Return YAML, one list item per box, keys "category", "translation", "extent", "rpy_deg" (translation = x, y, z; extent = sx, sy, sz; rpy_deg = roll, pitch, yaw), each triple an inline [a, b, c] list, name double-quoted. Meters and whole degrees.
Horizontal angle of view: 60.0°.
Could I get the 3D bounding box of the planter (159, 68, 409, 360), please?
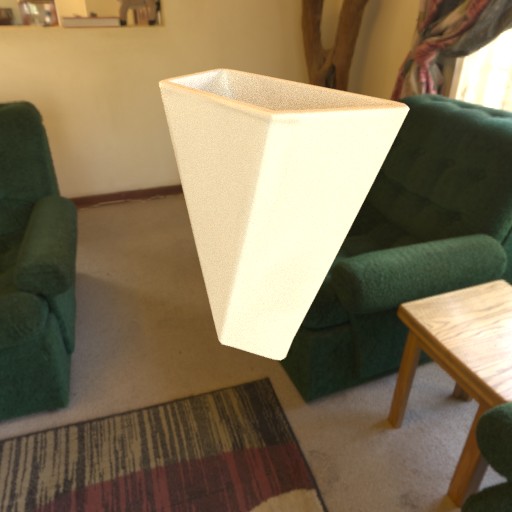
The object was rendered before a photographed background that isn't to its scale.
- category: "planter"
  translation: [0.000, 0.000, 0.275]
  extent: [0.060, 0.197, 0.150]
  rpy_deg: [-20, 36, -31]
